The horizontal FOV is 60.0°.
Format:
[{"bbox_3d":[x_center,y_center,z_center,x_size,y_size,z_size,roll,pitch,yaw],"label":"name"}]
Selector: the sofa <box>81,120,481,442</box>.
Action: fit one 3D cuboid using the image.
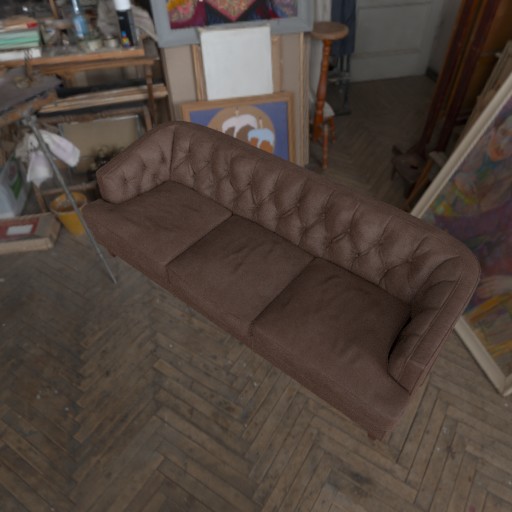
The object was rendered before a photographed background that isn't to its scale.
[{"bbox_3d":[0.000,0.000,2.615,2.227,0.787,0.927,30,52,26],"label":"sofa"}]
